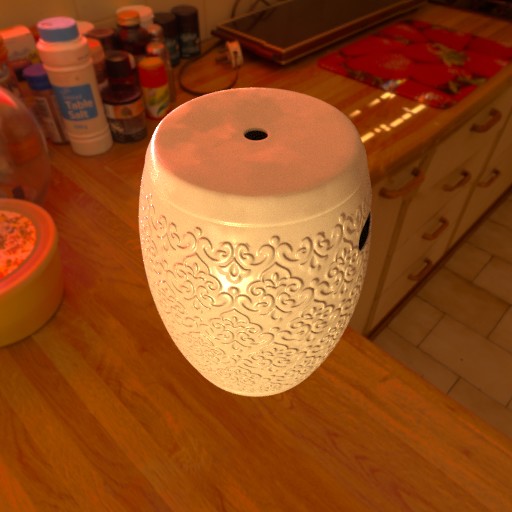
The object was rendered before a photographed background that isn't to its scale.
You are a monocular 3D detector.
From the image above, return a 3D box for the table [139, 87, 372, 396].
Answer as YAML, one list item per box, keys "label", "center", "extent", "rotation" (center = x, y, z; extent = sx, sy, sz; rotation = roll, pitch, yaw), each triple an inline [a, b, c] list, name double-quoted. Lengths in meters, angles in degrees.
- label: "table"
  center: [0.000, 0.000, 0.636]
  extent: [0.309, 0.397, 0.309]
  rotation: [0, 46, 0]
